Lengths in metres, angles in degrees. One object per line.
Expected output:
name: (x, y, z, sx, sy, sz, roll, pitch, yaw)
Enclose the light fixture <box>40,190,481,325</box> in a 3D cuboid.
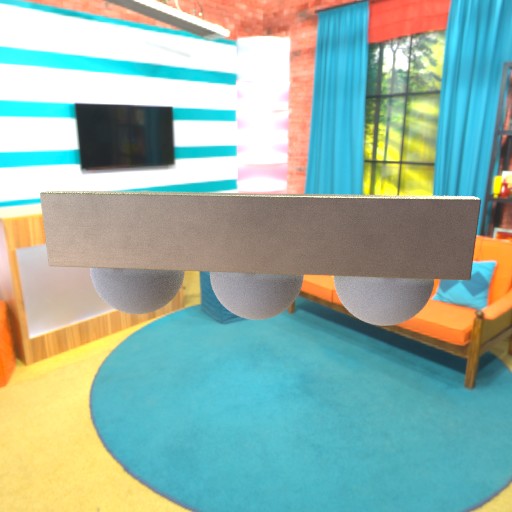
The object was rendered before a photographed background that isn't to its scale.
light fixture: (0.000, 0.000, 0.857, 0.721, 0.263, 0.218, 2, 16, 6)
